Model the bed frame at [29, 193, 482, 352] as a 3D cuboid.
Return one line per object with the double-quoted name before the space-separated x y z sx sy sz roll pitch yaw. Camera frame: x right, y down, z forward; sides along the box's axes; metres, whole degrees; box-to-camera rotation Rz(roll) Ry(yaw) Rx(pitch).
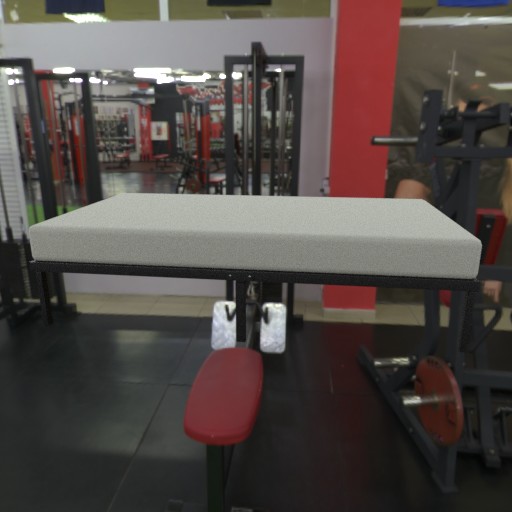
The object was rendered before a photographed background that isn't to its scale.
"bed frame" 0.000 0.000 3.240 2.635 0.680 1.393 2 17 7
